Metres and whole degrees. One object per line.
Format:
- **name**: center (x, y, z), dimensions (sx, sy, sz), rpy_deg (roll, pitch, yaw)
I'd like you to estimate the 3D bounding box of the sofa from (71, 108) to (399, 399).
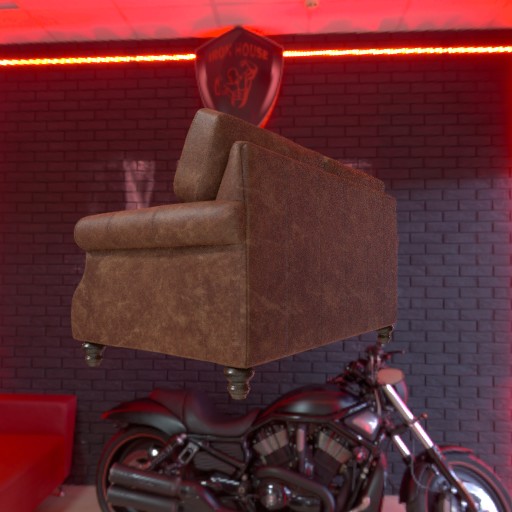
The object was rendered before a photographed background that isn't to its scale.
- **sofa**: center (0.000, 0.000, 2.249), dimensions (0.990, 0.967, 1.616), rpy_deg (-1, -2, 36)
